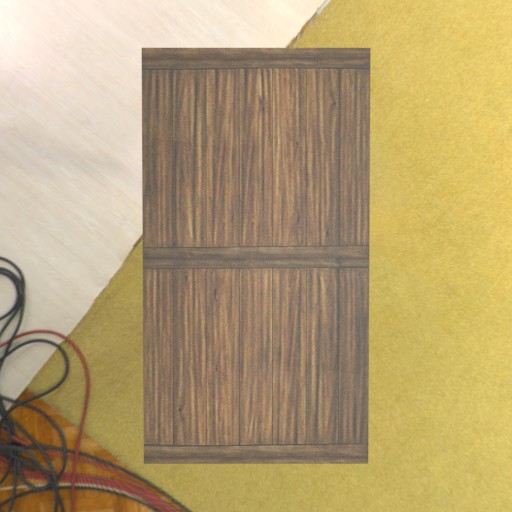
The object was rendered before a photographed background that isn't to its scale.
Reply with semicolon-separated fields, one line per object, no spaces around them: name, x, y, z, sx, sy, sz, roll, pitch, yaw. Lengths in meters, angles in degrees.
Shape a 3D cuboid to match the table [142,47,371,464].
table;0.000;0.000;2.491;1.071;0.793;1.966;0;91;0
